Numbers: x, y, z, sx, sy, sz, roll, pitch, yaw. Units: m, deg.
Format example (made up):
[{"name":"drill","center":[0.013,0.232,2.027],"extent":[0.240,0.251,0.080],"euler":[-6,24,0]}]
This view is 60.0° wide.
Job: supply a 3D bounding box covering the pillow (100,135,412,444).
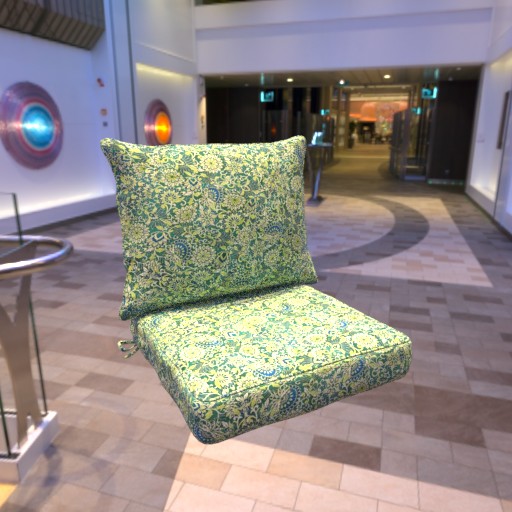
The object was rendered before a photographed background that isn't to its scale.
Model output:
[{"name":"pillow","center":[0.000,0.000,1.393],"extent":[0.798,0.722,0.740],"euler":[-8,18,-28]}]
